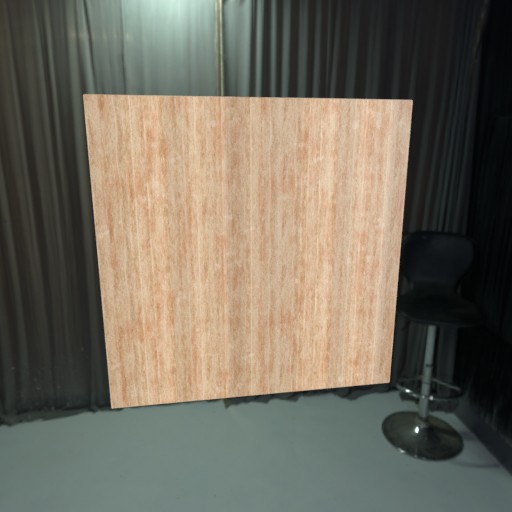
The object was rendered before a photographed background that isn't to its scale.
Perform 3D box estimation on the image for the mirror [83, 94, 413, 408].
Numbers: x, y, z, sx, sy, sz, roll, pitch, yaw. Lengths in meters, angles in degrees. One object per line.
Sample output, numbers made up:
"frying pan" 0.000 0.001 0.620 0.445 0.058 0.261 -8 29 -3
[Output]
"mirror" 0.000 0.000 0.967 0.651 0.651 0.047 -2 14 -9
